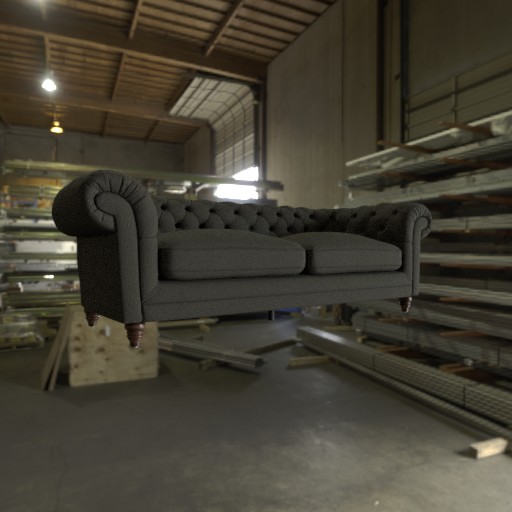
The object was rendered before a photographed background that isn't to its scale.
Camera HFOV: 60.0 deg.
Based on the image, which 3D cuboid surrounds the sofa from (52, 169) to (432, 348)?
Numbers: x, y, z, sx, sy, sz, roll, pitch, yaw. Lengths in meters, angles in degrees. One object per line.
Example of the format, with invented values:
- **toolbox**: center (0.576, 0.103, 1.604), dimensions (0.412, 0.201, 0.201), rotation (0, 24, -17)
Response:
- **sofa**: center (0.000, 0.000, 2.769), dimensions (2.362, 0.762, 0.991), rotation (0, 1, -36)
